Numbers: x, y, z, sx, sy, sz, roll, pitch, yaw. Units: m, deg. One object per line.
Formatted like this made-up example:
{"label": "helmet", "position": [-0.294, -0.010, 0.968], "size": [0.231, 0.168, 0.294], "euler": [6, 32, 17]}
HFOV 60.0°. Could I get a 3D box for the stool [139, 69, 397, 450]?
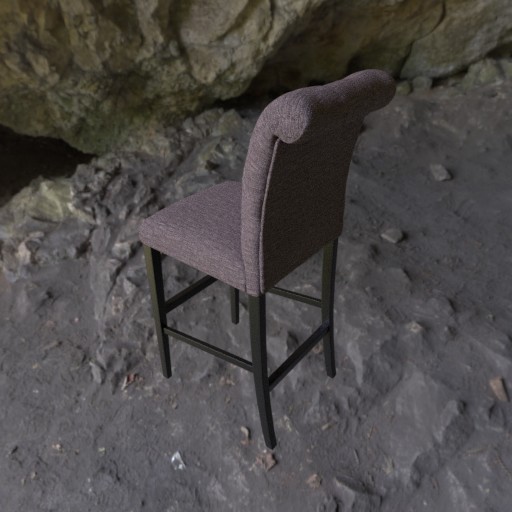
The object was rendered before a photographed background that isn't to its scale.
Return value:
{"label": "stool", "position": [0.000, 0.000, 1.435], "size": [0.613, 1.131, 0.452], "euler": [23, 38, 32]}
